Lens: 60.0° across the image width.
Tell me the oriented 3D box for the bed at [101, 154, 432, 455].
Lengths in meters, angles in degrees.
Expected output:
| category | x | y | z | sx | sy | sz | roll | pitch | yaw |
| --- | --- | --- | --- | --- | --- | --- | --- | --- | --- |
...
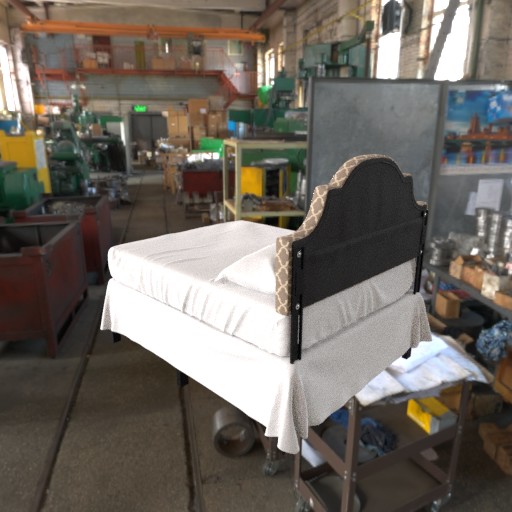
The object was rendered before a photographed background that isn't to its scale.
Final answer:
| category | x | y | z | sx | sy | sz | roll | pitch | yaw |
| --- | --- | --- | --- | --- | --- | --- | --- | --- | --- |
| bed | 0.000 | 0.000 | 3.471 | 2.222 | 1.633 | 1.780 | 16 | 22 | 42 |
